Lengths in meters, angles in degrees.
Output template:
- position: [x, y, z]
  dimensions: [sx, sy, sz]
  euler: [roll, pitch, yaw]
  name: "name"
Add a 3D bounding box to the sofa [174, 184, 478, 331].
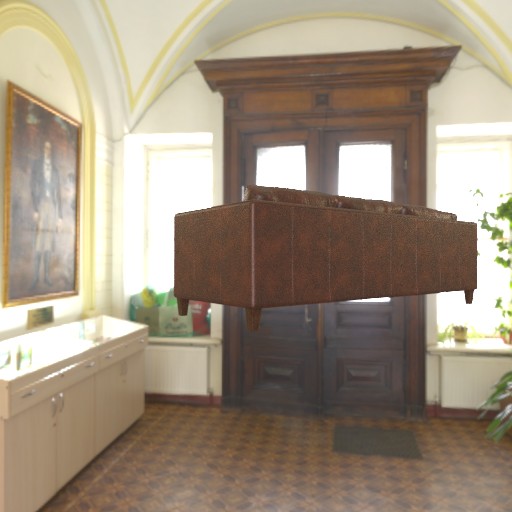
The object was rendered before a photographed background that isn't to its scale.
- position: [0.000, 0.000, 4.321]
  dimensions: [2.438, 0.836, 3.152]
  euler: [0, 0, -37]
  name: "sofa"
